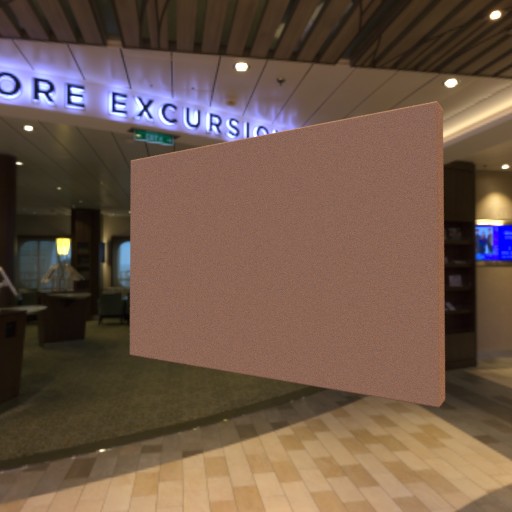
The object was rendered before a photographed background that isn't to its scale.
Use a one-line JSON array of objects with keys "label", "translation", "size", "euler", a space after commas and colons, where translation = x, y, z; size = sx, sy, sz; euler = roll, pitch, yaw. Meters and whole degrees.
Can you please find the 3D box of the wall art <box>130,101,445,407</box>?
[{"label": "wall art", "translation": [0.000, 0.000, 0.776], "size": [0.609, 0.407, 0.039], "euler": [-1, -1, 34]}]
